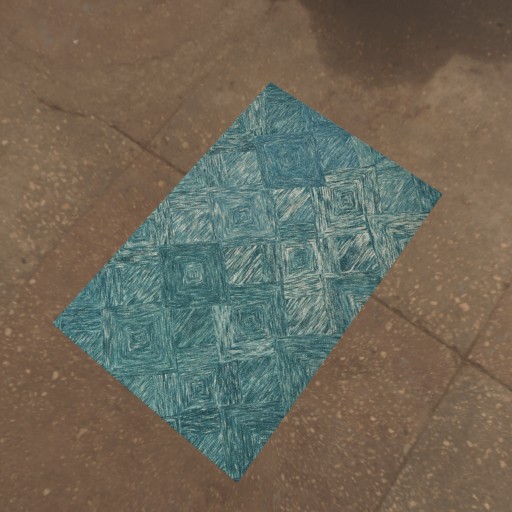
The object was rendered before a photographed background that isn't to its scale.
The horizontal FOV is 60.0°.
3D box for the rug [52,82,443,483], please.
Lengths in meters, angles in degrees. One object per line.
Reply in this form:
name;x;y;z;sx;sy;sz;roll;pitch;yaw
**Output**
rug;0.000;0.000;2.921;1.490;0.015;2.277;37;77;10
